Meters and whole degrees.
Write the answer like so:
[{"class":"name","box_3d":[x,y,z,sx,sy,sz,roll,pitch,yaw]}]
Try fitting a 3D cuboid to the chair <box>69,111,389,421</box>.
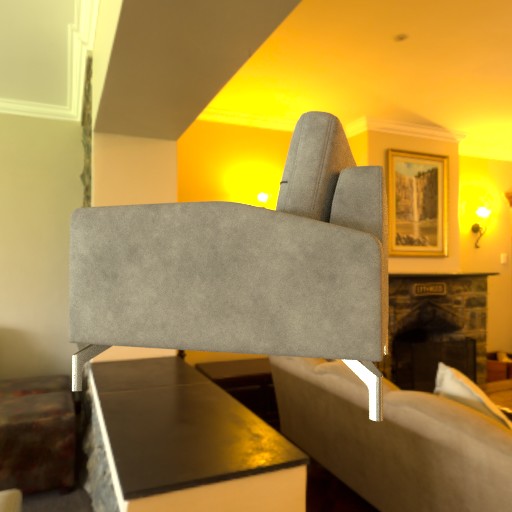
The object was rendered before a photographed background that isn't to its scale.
[{"class":"chair","box_3d":[0.000,0.000,1.583,0.900,0.800,0.900,0,-2,17]}]
